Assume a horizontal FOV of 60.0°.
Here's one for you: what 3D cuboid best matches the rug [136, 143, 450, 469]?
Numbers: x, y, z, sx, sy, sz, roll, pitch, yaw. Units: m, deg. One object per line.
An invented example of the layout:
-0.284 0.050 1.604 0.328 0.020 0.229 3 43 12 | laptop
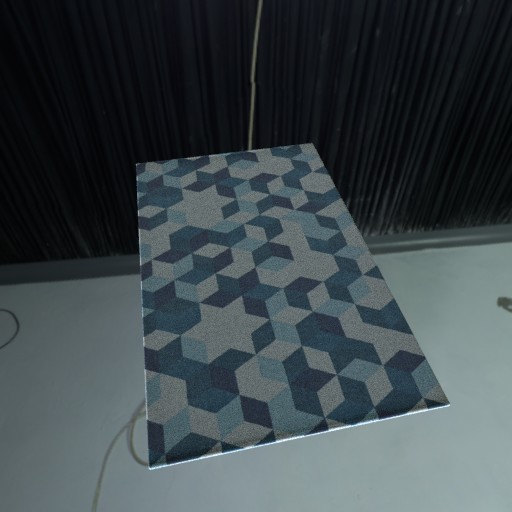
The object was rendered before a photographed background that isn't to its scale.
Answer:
0.000 0.000 2.965 1.518 0.015 2.438 -9 48 -8 | rug
